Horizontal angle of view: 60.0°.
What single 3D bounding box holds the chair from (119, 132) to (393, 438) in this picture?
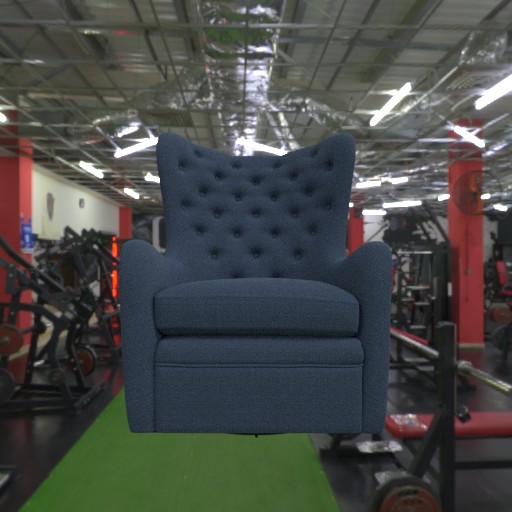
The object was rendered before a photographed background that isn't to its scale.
[{"bbox_3d":[0.000,0.000,1.722,0.831,1.079,0.930,0,0,0],"label":"chair"}]
